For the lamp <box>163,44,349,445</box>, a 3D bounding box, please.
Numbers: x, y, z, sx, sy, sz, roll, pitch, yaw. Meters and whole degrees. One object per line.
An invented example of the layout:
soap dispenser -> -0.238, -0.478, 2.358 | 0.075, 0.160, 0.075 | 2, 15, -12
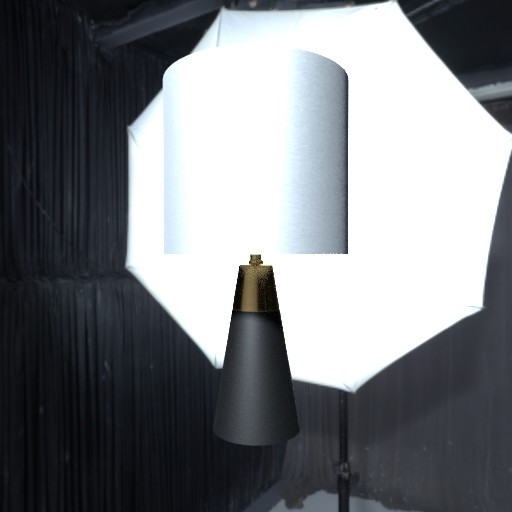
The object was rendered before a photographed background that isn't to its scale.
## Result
lamp -> 0.000, 0.000, 0.749 | 0.308, 0.580, 0.308 | 0, 0, 34
